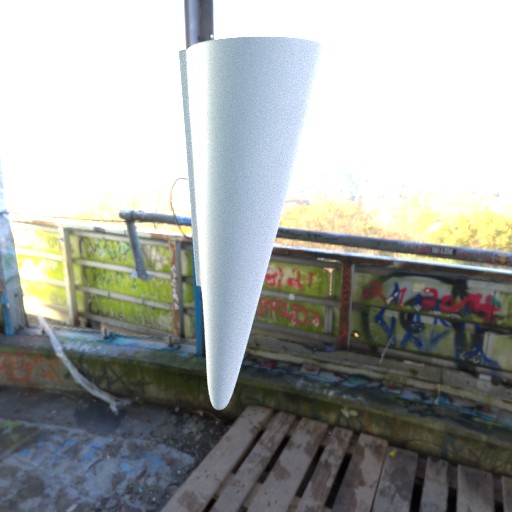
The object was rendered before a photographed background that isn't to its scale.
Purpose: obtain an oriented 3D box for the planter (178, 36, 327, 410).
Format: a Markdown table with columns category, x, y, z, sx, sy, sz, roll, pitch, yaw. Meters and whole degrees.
| category | x | y | z | sx | sy | sz | roll | pitch | yaw |
| --- | --- | --- | --- | --- | --- | --- | --- | --- | --- |
| planter | 0.000 | 0.000 | 0.226 | 0.064 | 0.193 | 0.057 | 8 | 17 | 26 |
